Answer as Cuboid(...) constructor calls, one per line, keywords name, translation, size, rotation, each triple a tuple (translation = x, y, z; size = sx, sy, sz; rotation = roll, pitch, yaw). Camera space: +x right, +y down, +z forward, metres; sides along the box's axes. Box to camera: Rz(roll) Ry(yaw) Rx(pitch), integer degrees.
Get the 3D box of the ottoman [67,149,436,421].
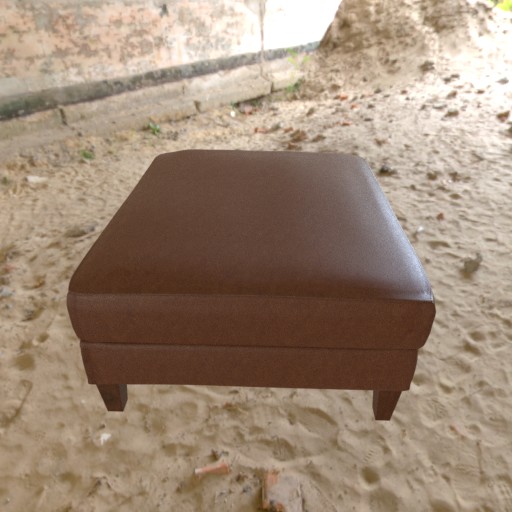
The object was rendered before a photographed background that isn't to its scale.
Cuboid(name="ottoman", translation=(0.000, 0.000, 1.456), size=(0.836, 0.472, 0.987), rotation=(1, 31, 2))
